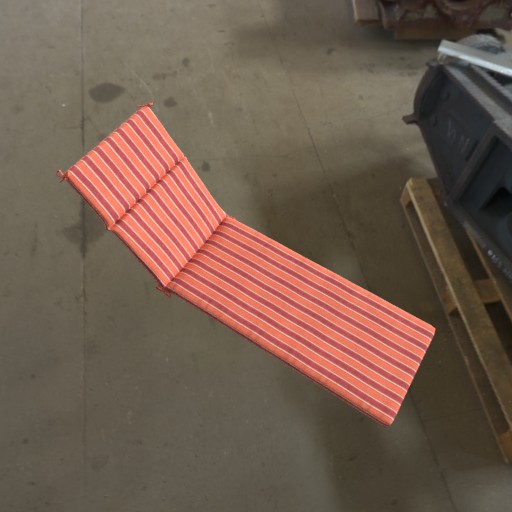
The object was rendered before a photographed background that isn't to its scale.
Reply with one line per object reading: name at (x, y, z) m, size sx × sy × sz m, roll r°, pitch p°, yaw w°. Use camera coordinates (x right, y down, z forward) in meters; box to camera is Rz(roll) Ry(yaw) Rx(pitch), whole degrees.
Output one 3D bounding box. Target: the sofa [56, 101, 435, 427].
sofa at (0.000, 0.000, 1.961) m, size 1.663 × 0.622 × 0.582 m, roll 29°, pitch 63°, yaw 17°
